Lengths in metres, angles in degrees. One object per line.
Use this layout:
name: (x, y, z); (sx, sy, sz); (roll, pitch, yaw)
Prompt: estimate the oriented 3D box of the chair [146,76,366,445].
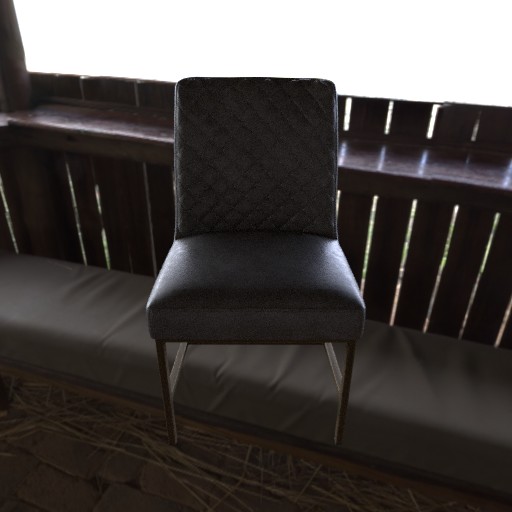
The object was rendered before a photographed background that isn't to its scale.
chair: (0.000, 0.000, 1.251); (0.508, 0.889, 0.587); (0, 28, 0)
